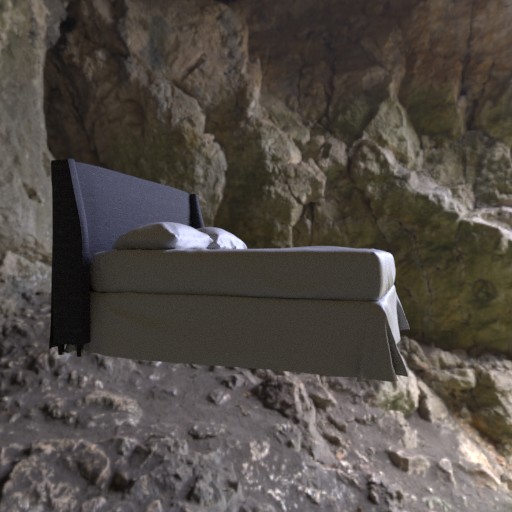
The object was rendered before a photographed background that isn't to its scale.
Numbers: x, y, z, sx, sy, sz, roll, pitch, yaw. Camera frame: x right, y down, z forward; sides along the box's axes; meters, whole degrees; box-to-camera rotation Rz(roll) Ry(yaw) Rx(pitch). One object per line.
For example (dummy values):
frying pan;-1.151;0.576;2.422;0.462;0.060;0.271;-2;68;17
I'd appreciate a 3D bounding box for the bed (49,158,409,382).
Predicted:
bed;0.000;0.000;3.478;2.276;1.332;1.925;0;0;19
